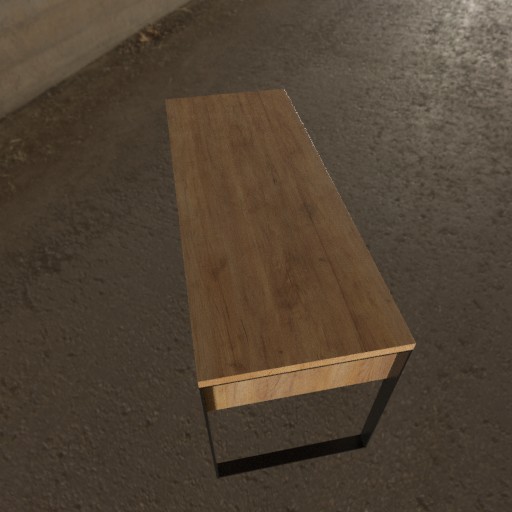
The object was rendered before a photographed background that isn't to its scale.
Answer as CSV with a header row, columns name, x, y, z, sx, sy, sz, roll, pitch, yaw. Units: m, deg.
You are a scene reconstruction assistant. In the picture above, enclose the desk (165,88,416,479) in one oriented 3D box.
name,x,y,z,sx,sy,sz,roll,pitch,yaw
desk,0.000,0.000,1.955,0.600,0.760,1.520,-8,47,-8
